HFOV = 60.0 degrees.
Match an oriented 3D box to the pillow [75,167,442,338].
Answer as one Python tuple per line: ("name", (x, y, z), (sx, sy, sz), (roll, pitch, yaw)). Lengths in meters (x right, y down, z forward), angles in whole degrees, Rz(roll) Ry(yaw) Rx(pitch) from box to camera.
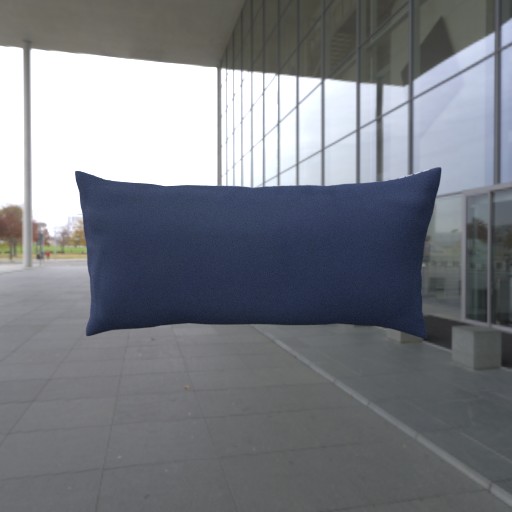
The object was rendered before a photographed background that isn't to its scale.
("pillow", (0.000, 0.000, 0.763), (0.608, 0.292, 0.156), (0, 1, 1))
